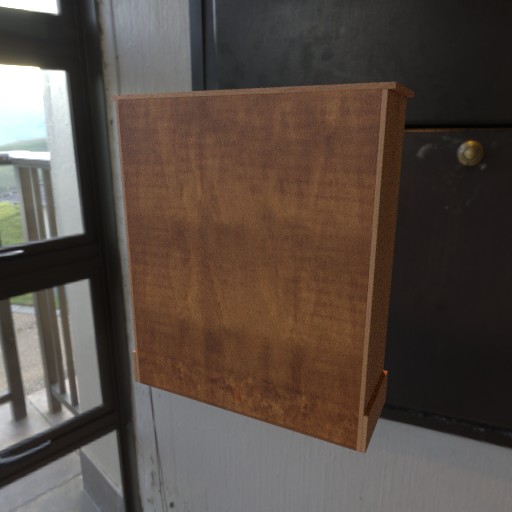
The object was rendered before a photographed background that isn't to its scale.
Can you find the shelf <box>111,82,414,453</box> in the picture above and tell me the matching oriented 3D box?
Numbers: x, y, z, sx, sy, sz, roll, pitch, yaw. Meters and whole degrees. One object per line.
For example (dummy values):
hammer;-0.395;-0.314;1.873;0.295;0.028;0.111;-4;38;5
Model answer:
shelf;0.000;0.000;1.420;0.840;0.980;0.291;8;17;26
